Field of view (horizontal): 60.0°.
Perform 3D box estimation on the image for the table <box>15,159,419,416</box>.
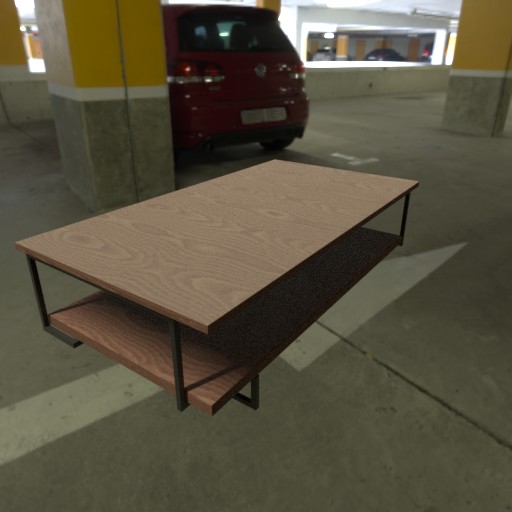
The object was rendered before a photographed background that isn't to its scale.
[{"bbox_3d":[0.000,0.000,1.467,0.651,0.347,1.197,17,29,32],"label":"table"}]
